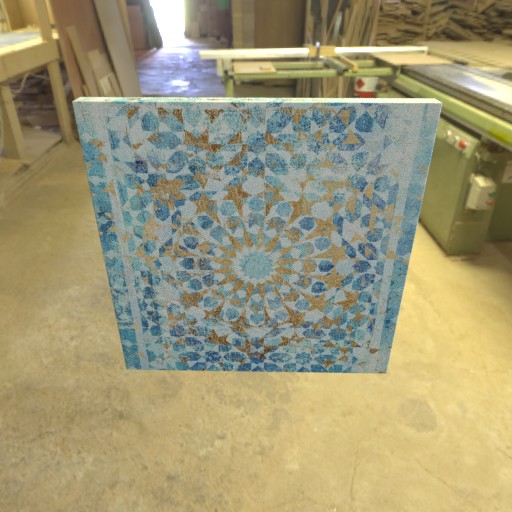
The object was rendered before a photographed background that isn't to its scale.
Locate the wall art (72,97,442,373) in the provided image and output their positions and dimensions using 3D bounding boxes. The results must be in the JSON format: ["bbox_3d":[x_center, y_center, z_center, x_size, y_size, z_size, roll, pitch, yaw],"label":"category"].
[{"bbox_3d":[0.000,0.000,0.899,0.609,0.609,0.040,1,31,1],"label":"wall art"}]
